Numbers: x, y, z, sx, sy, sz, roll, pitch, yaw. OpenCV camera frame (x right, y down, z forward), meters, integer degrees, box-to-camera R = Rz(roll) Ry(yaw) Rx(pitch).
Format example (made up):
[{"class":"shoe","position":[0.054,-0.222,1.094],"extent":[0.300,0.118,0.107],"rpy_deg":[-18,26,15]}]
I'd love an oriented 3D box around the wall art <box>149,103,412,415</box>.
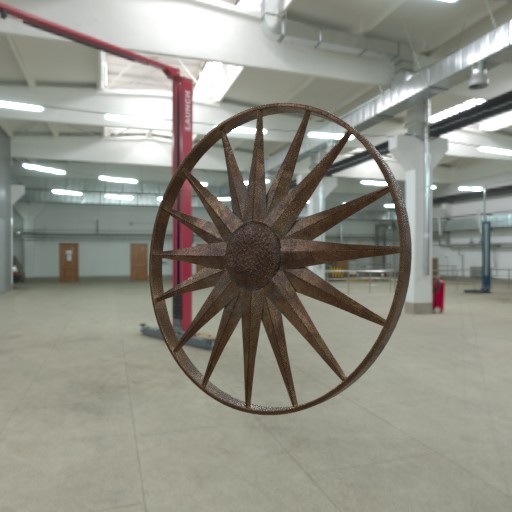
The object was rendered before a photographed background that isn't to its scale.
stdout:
[{"class":"wall art","position":[0.000,0.000,0.853],"extent":[0.582,0.583,0.084],"rpy_deg":[0,0,36]}]
